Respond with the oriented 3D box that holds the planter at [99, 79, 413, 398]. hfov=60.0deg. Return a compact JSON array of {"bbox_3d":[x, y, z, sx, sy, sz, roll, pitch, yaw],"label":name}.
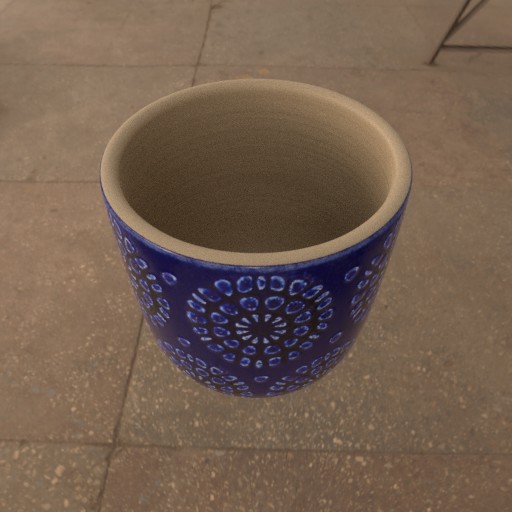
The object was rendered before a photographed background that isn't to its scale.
[{"bbox_3d":[0.000,0.000,0.197,0.109,0.112,0.109,0,48,0],"label":"planter"}]
